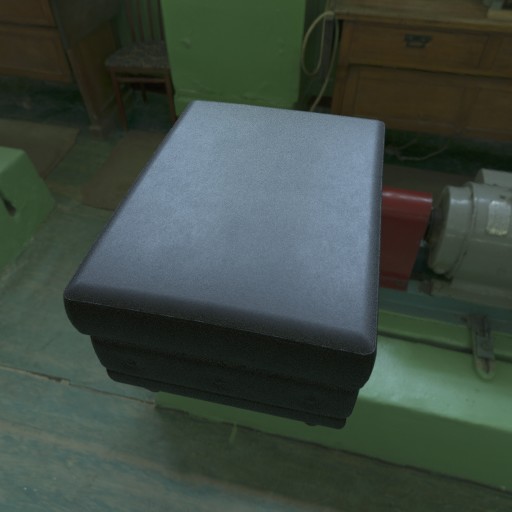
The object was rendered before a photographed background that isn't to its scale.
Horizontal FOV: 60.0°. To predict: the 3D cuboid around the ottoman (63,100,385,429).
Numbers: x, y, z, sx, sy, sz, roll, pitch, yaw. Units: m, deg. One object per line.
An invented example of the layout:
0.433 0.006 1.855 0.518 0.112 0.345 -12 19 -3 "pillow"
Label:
0.000 0.000 1.193 0.590 0.498 0.795 9 47 9 "ottoman"
